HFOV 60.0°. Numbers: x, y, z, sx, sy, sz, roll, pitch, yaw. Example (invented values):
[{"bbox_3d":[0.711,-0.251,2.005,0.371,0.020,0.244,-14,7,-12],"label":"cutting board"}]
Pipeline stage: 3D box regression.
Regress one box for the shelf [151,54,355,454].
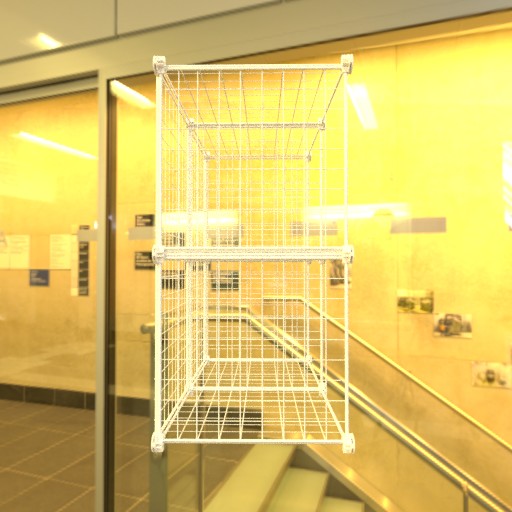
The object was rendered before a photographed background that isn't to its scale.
[{"bbox_3d":[0.000,0.000,1.134,0.356,0.711,0.711,0,-1,1],"label":"shelf"}]
